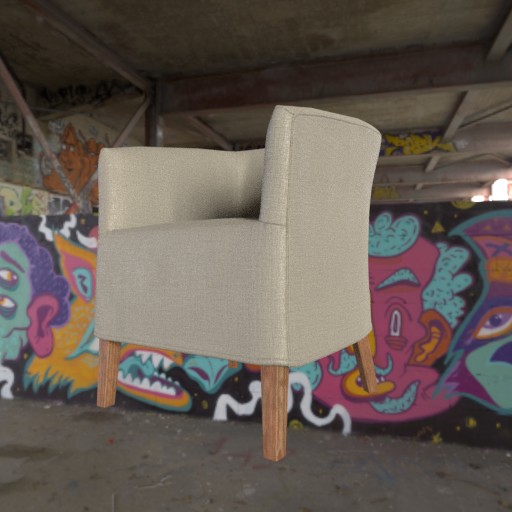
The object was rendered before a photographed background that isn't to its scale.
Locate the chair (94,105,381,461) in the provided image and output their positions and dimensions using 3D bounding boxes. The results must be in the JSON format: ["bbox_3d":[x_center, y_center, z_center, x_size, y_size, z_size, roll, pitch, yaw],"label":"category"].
[{"bbox_3d":[0.000,0.000,1.239,0.600,0.771,0.668,-1,-1,36],"label":"chair"}]
